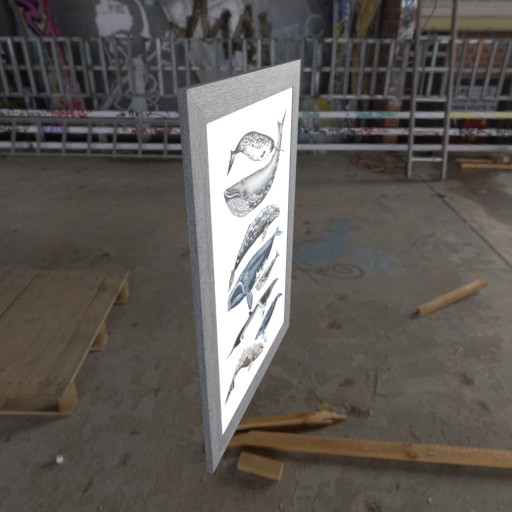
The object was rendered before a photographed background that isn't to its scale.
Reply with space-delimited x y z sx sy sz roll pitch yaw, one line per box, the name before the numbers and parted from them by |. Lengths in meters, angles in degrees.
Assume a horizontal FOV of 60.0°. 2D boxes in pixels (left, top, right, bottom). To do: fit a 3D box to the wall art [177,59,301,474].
wall art | 0.000 0.000 1.377 0.020 1.070 0.768 10 30 18
